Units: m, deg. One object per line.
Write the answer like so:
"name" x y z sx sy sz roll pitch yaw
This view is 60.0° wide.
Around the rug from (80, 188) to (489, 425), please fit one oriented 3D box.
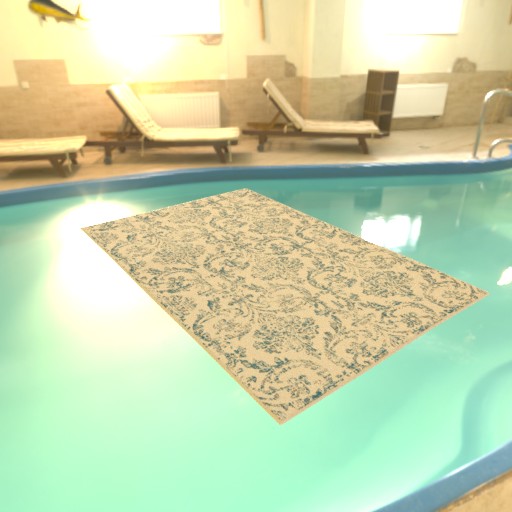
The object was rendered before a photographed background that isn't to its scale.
"rug" 0.000 0.000 3.426 1.819 0.018 2.746 -19 33 -33
